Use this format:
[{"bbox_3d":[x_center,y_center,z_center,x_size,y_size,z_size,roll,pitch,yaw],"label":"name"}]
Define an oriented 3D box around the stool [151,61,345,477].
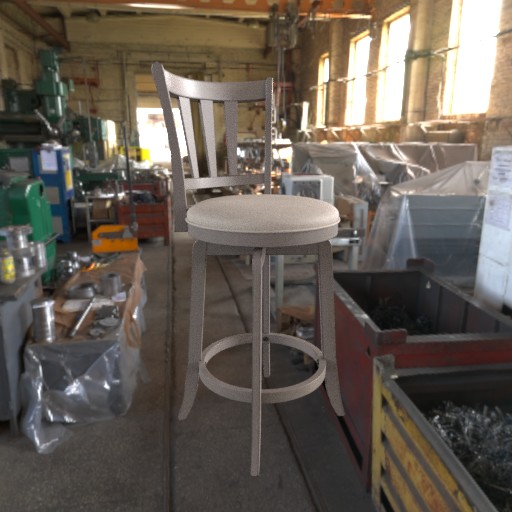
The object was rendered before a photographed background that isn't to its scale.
[{"bbox_3d":[0.000,0.000,1.272,0.436,1.023,0.475,-13,20,-42],"label":"stool"}]
